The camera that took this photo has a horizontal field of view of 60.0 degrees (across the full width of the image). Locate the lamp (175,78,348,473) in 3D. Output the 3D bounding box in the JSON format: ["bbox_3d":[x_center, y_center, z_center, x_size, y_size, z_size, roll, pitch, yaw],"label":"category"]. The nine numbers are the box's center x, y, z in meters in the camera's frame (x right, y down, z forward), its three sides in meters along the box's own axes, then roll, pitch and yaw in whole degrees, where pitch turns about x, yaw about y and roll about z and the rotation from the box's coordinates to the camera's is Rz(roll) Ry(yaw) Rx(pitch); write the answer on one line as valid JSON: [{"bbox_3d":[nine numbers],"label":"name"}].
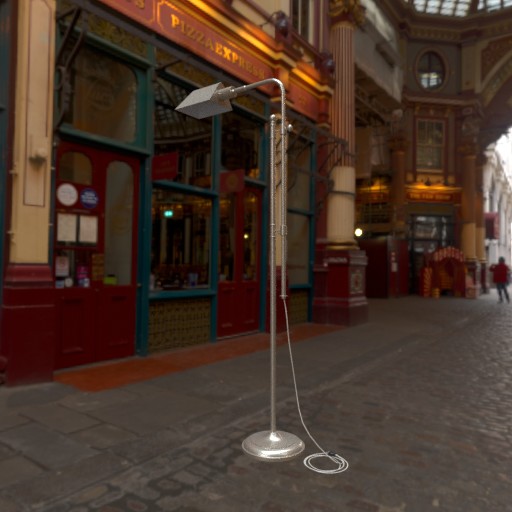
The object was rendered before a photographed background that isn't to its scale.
[{"bbox_3d":[0.000,0.000,1.875,0.813,1.571,0.256,-1,-2,36],"label":"lamp"}]
